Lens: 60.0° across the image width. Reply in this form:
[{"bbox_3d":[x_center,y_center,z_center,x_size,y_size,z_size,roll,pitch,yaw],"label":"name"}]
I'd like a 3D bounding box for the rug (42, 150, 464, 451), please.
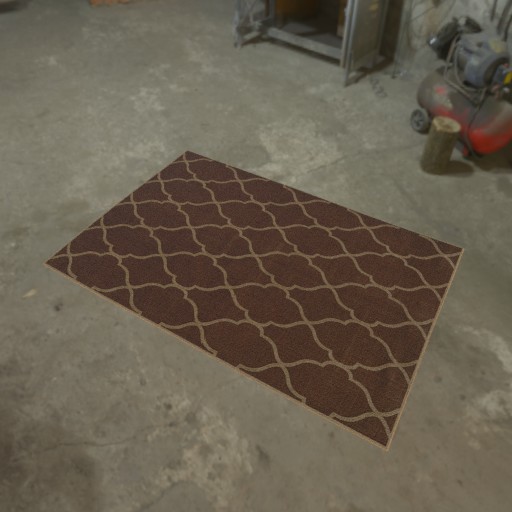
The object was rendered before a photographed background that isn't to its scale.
[{"bbox_3d":[0.000,0.000,2.876,2.294,0.014,1.528,23,50,21],"label":"rug"}]
